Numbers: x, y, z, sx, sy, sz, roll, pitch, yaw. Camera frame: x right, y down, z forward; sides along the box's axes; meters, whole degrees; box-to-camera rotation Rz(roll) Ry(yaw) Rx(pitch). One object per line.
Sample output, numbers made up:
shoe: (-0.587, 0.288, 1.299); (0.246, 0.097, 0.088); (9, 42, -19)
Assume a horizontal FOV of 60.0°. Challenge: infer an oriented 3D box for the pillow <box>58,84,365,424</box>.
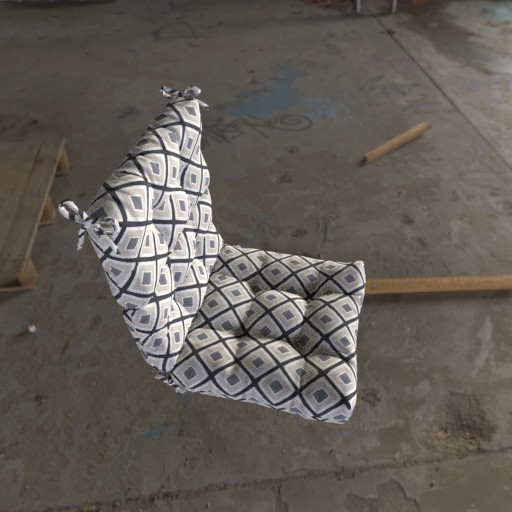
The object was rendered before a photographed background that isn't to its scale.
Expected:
pillow: (0.000, 0.000, 1.048); (0.571, 0.605, 0.519); (9, 47, 9)
